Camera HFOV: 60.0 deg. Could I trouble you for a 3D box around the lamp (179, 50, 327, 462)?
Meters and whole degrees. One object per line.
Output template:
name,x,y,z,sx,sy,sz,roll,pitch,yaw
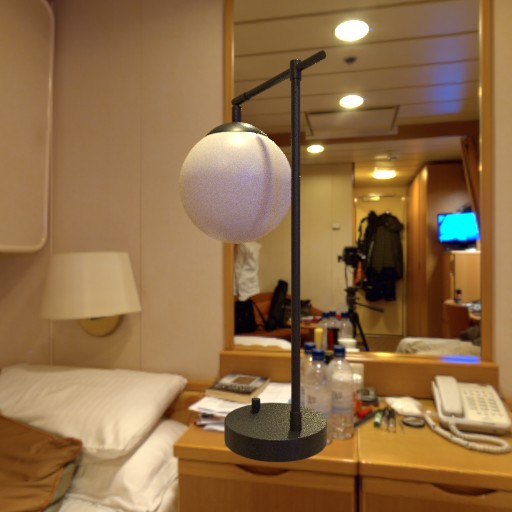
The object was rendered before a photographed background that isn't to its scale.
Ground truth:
lamp,0.000,0.000,0.720,0.197,0.559,0.316,0,0,-35
